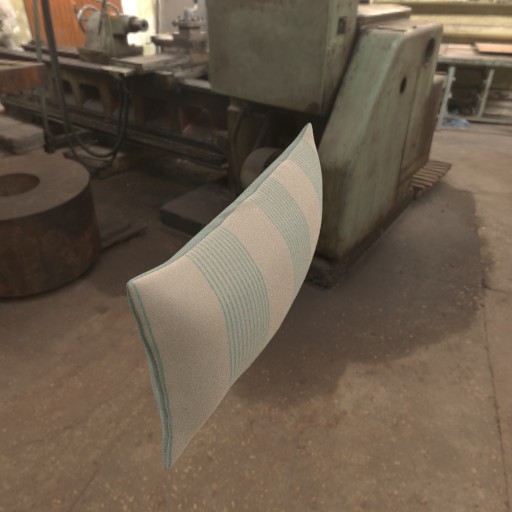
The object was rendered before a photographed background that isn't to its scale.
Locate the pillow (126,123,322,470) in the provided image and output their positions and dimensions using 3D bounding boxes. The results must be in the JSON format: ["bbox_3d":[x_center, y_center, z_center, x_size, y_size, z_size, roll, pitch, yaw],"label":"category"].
[{"bbox_3d":[0.000,0.000,0.721,0.151,0.287,0.610,12,34,19],"label":"pillow"}]
